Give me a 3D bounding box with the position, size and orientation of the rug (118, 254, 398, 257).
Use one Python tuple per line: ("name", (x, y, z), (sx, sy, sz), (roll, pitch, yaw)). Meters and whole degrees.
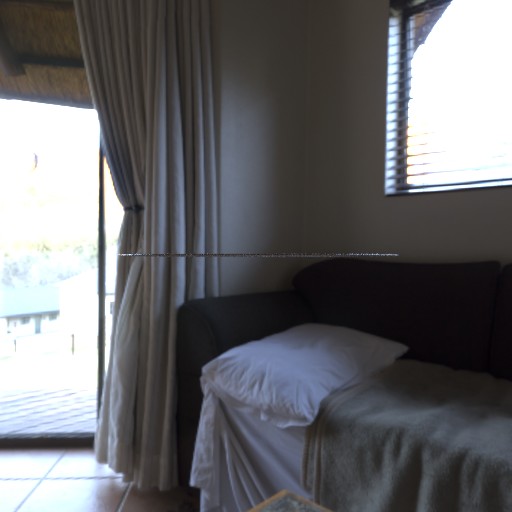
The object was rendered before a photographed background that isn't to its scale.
("rug", (0.000, 0.000, 2.976), (1.520, 0.006, 2.432), (0, 0, -1))
